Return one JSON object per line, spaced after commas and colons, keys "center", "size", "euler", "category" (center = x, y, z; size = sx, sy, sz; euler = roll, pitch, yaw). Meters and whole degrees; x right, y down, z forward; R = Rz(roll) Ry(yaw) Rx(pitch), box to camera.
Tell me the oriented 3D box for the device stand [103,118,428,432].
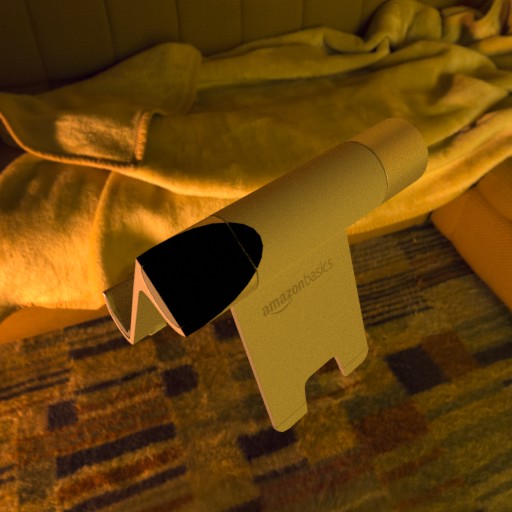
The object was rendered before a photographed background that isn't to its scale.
{"center": [0.000, 0.000, 0.150], "size": [0.086, 0.084, 0.079], "euler": [-33, 55, -27], "category": "device stand"}
